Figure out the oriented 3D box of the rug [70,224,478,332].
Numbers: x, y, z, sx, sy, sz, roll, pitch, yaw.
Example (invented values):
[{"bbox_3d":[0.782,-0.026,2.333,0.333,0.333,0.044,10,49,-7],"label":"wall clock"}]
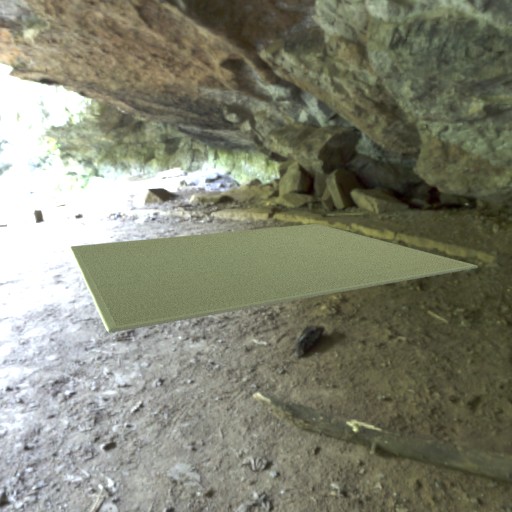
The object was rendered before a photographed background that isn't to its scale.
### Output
[{"bbox_3d":[0.000,0.000,4.151,3.051,0.020,2.407,-7,15,-26],"label":"rug"}]
